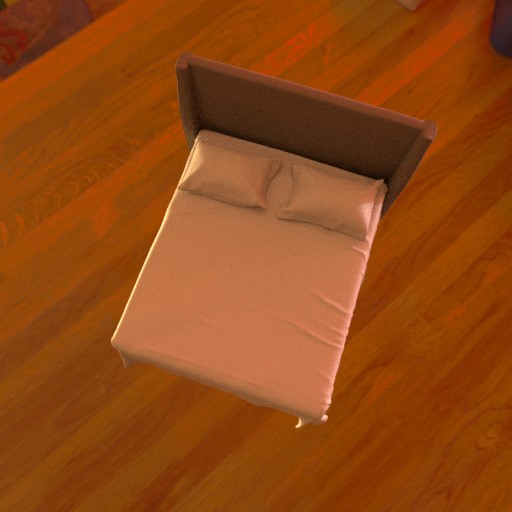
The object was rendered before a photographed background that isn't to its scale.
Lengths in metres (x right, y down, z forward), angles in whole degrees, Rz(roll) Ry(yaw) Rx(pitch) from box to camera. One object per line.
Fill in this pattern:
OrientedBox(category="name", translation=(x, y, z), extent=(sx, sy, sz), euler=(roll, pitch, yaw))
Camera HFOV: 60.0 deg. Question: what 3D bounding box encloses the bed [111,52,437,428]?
OrientedBox(category="bed", translation=(0.000, 0.000, 3.459), extent=(1.925, 1.332, 2.276), euler=(18, 74, 5))
